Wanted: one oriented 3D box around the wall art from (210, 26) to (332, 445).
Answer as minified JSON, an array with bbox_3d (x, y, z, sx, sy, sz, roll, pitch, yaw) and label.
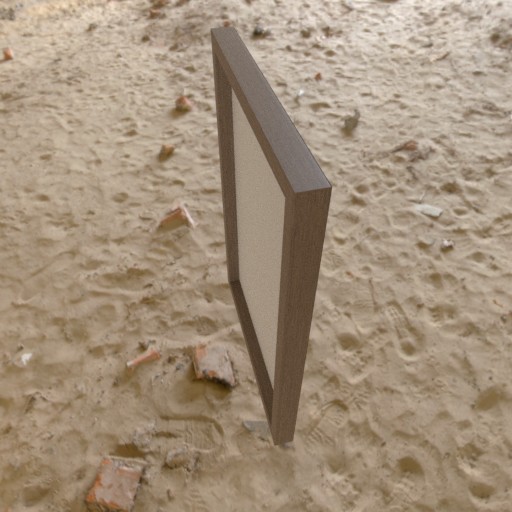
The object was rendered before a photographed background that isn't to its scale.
[{"bbox_3d":[0.000,0.000,0.648,0.032,0.510,0.358,-11,47,-10],"label":"wall art"}]
